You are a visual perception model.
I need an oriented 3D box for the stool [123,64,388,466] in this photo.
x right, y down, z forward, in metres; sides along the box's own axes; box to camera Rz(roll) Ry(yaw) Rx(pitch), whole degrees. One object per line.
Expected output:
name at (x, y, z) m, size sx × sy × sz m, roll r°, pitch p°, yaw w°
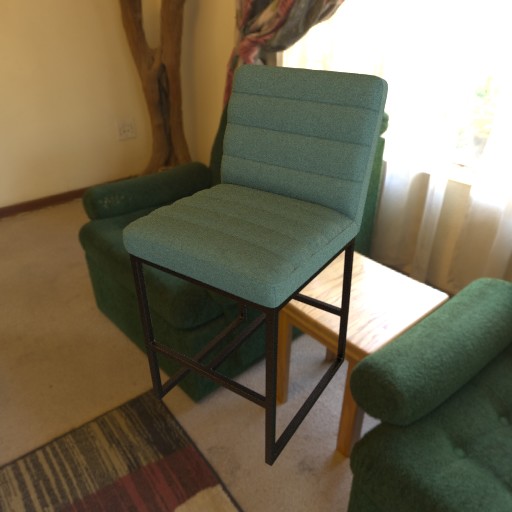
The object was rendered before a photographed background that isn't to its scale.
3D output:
stool at (0.000, 0.000, 1.259) m, size 0.460 × 0.940 × 0.560 m, roll 18°, pitch 35°, yaw 28°
